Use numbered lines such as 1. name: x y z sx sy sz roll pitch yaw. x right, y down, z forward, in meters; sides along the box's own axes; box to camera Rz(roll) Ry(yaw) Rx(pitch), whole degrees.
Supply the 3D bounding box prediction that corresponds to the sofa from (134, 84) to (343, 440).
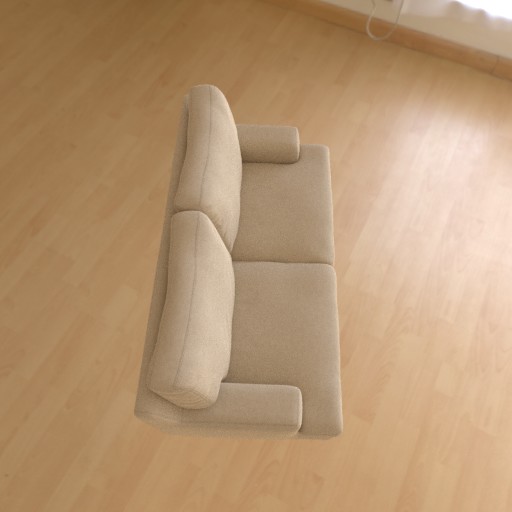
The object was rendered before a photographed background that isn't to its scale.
1. sofa: 0.000 0.000 2.522 0.962 0.967 1.885 2 63 1
